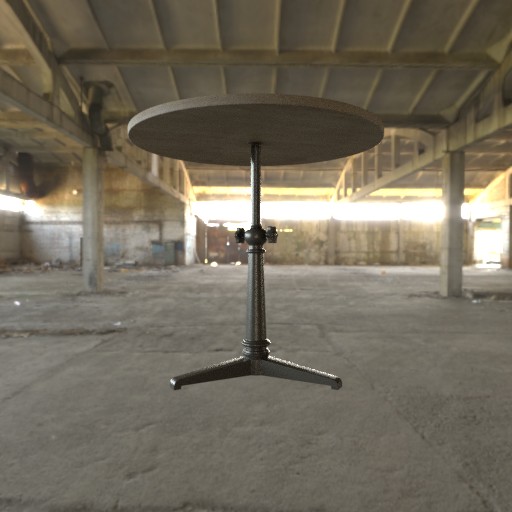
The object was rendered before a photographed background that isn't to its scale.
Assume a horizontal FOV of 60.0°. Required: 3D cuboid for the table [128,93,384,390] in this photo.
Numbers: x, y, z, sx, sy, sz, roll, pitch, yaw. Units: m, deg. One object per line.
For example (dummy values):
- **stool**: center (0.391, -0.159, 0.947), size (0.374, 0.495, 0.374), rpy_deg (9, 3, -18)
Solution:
- **table**: center (0.000, 0.000, 1.447), size (0.800, 0.780, 0.800), rpy_deg (0, 1, 0)
